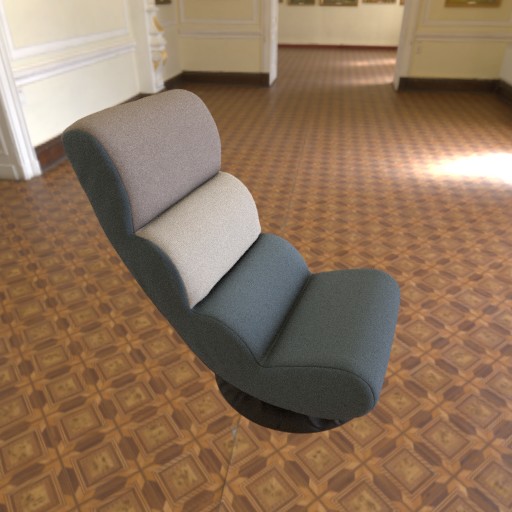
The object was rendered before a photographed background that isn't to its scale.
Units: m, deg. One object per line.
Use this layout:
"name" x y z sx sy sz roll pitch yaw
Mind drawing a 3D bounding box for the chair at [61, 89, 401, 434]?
"chair" 0.000 0.000 1.021 0.661 0.641 0.420 12 33 19
